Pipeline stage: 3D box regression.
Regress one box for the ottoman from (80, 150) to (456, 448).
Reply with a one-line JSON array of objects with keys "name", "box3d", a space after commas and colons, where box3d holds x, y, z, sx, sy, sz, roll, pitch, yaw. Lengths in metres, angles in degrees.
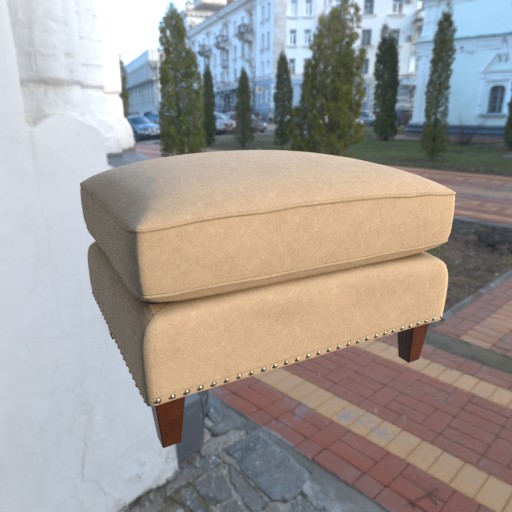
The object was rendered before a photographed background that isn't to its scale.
[{"name": "ottoman", "box3d": [0.000, 0.000, 1.120, 0.741, 0.513, 0.584, -9, 20, -27]}]
